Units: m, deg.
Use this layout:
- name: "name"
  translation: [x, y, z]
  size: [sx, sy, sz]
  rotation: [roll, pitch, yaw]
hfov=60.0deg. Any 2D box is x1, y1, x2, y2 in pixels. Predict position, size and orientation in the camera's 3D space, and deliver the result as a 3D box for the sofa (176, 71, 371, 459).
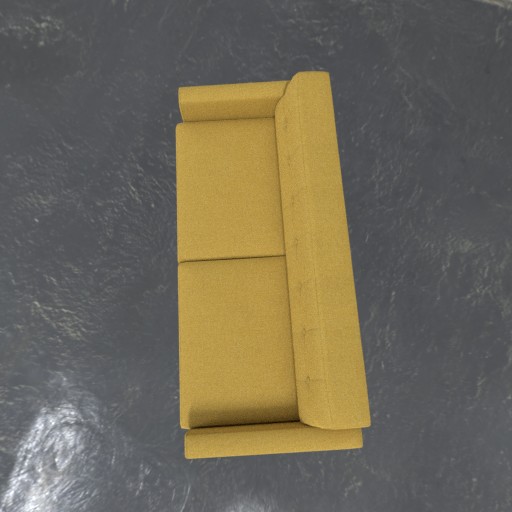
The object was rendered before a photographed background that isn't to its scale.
- name: "sofa"
  translation: [0.000, 0.000, 2.501]
  size: [0.909, 0.841, 2.029]
  rotation: [-3, 75, -1]
